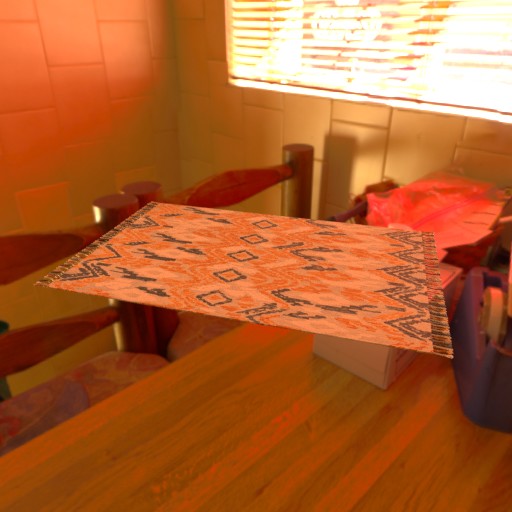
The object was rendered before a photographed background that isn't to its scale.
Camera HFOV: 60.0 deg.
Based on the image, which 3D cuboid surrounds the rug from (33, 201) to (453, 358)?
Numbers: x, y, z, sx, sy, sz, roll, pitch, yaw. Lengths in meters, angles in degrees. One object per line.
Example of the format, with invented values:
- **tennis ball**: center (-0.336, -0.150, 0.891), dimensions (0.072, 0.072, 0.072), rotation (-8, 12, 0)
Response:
- **rug**: center (0.000, 0.000, 3.080), dimensions (2.428, 0.010, 1.533), rotation (8, 28, 14)
